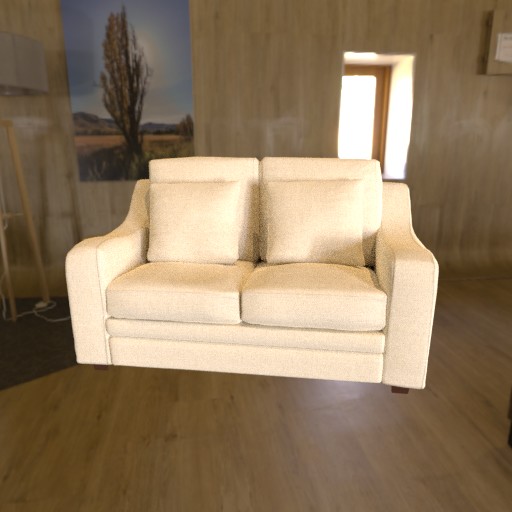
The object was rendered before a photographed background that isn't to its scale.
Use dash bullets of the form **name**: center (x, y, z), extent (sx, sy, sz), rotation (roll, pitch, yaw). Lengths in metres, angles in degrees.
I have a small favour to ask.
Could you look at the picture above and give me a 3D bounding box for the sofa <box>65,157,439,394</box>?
- **sofa**: center (0.000, 0.000, 2.443), extent (1.744, 1.047, 1.040), rotation (2, 15, 8)
